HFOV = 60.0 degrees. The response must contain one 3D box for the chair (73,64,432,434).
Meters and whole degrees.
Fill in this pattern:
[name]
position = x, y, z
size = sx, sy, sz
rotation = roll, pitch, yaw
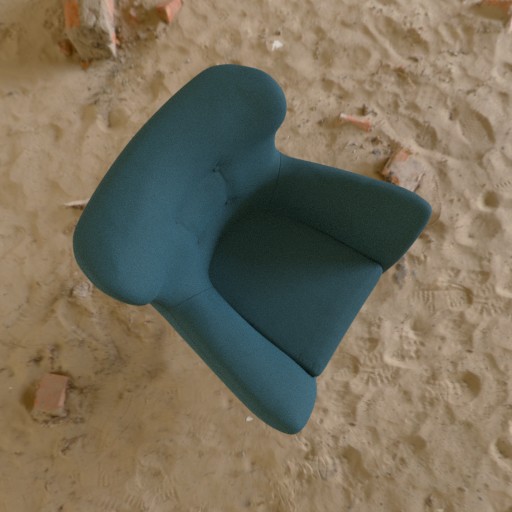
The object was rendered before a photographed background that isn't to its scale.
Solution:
[chair]
position = 0.000, 0.000, 1.605
size = 0.889, 0.889, 0.890
rotation = 33, 78, 8
